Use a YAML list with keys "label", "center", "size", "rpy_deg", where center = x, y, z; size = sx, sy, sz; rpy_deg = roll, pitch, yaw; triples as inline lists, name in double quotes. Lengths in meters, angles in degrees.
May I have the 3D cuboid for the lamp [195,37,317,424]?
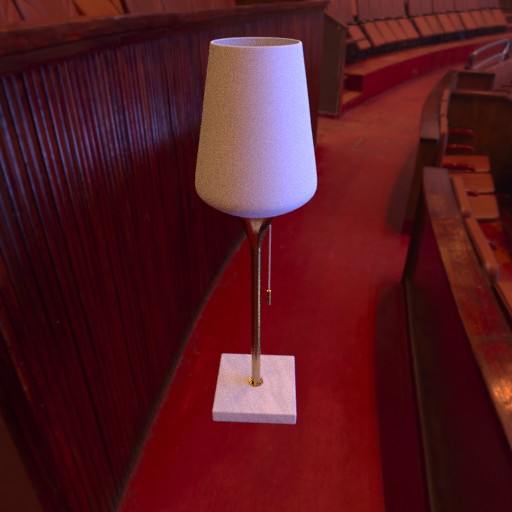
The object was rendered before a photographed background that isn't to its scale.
- label: "lamp"
  center: [0.000, 0.000, 0.730]
  size: [0.181, 0.639, 0.181]
  rpy_deg: [1, 31, 2]
